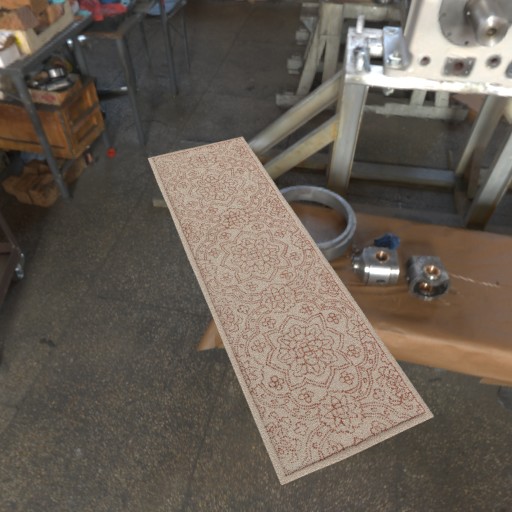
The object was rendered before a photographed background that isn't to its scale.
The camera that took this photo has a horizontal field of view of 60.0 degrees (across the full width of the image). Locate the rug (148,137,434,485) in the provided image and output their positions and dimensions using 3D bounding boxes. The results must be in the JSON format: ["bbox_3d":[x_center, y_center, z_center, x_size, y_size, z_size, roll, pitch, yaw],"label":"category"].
[{"bbox_3d":[0.000,0.000,2.679,0.769,0.012,2.448,-17,50,-15],"label":"rug"}]
